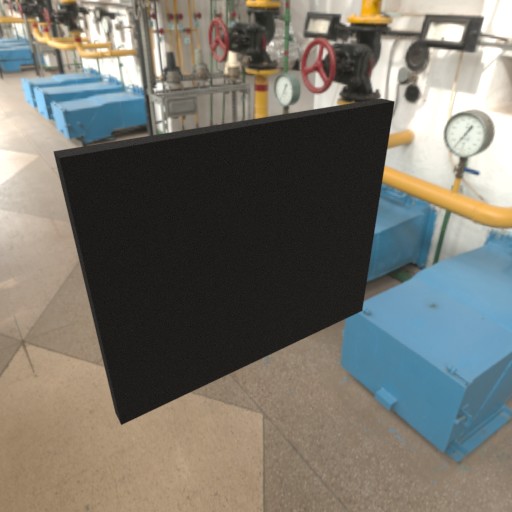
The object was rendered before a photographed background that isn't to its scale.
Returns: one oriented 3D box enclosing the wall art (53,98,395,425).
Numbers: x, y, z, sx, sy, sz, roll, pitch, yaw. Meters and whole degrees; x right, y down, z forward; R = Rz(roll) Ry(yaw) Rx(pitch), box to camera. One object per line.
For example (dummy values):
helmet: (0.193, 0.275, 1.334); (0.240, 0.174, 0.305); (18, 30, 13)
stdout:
wall art: (0.000, 0.000, 0.765); (0.558, 0.457, 0.031); (-19, 35, -28)
